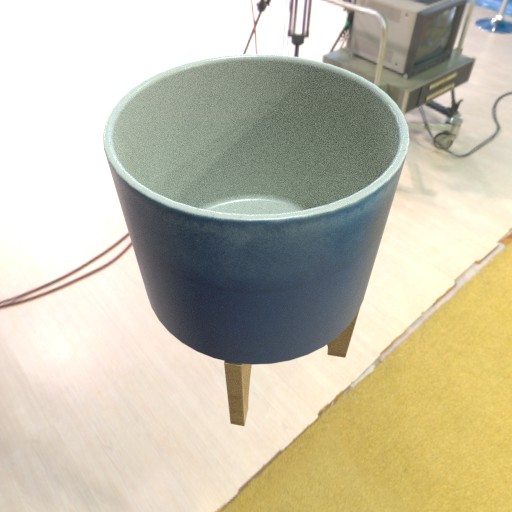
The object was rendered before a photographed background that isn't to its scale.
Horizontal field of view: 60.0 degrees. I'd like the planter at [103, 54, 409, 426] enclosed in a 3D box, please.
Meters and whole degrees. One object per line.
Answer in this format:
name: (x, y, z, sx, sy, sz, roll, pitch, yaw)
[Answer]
planter: (0.000, 0.000, 0.381, 0.192, 0.263, 0.192, 0, 48, 0)
